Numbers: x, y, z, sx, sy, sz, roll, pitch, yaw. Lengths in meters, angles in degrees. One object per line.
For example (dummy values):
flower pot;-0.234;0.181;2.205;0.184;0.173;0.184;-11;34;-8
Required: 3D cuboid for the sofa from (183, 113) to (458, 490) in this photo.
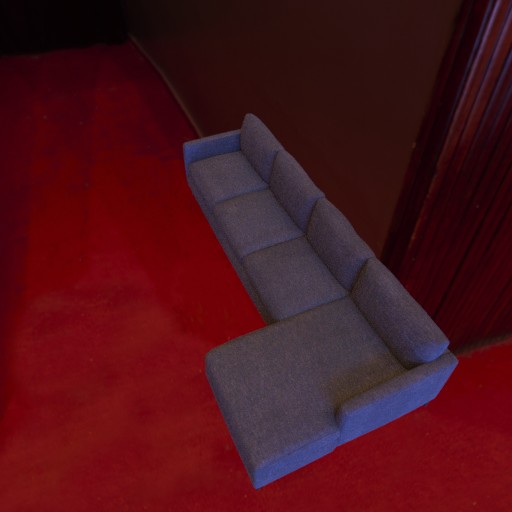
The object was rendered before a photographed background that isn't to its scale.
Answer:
sofa;0.000;0.000;3.449;1.350;0.810;2.932;-18;50;-16
